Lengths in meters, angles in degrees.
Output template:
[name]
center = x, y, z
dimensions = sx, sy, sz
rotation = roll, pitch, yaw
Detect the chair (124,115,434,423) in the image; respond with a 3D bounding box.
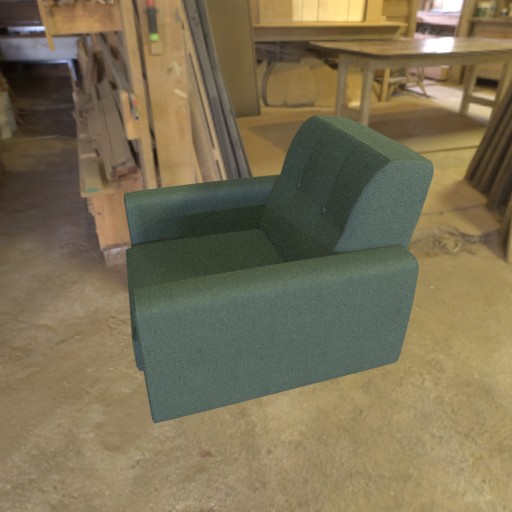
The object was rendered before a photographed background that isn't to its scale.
[chair]
center = 0.000, 0.000, 1.593
dimensions = 0.909, 0.841, 0.831
rotation = -8, 31, -14
